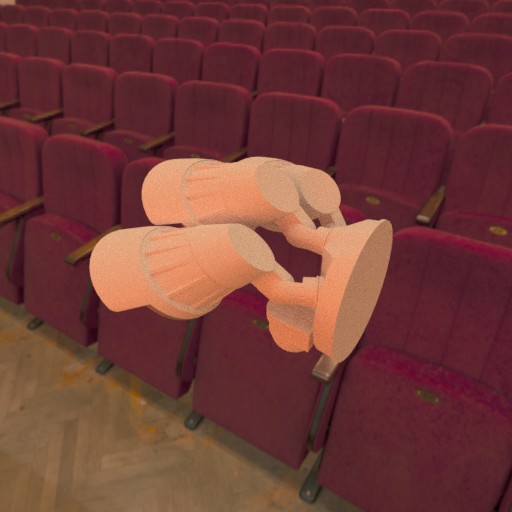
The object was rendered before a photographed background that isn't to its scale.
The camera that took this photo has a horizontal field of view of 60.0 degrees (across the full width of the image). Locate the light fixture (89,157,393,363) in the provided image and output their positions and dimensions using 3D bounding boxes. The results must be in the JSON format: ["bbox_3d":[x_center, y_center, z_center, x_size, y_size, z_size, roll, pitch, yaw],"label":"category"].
[{"bbox_3d":[0.000,0.000,0.540,0.278,0.237,0.369,20,39,27],"label":"light fixture"}]
